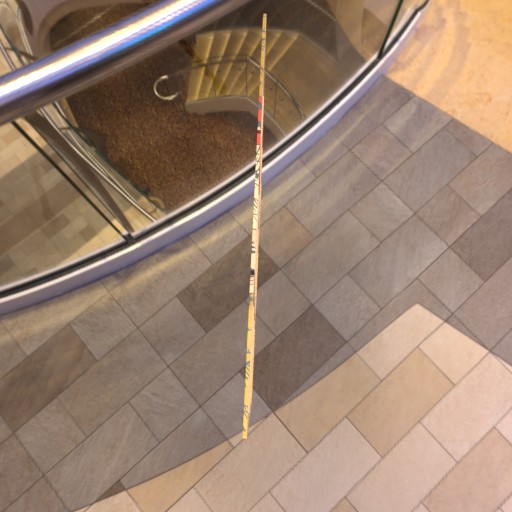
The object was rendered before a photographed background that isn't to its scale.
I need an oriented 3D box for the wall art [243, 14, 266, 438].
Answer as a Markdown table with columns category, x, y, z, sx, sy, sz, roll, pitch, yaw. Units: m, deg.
| category | x | y | z | sx | sy | sz | roll | pitch | yaw |
| --- | --- | --- | --- | --- | --- | --- | --- | --- | --- |
| wall art | 0.000 | 0.000 | 2.248 | 0.013 | 1.534 | 1.519 | 2 | 75 | 1 |
